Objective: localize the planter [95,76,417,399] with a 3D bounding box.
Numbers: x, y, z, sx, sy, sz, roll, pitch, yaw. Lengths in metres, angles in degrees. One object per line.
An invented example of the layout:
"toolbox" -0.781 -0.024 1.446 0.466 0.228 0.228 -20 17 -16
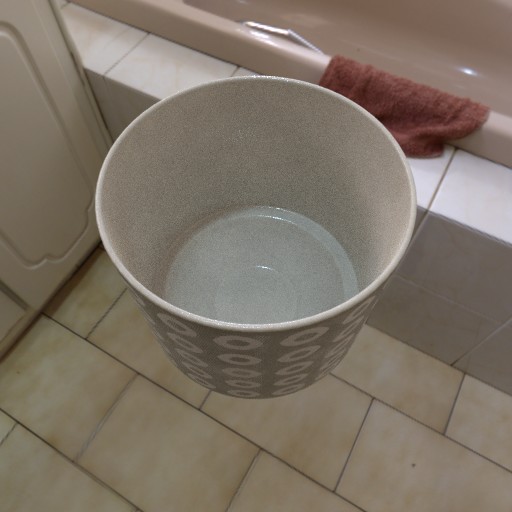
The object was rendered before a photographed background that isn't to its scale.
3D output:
"planter" 0.000 0.000 0.343 0.190 0.181 0.190 0 60 0
